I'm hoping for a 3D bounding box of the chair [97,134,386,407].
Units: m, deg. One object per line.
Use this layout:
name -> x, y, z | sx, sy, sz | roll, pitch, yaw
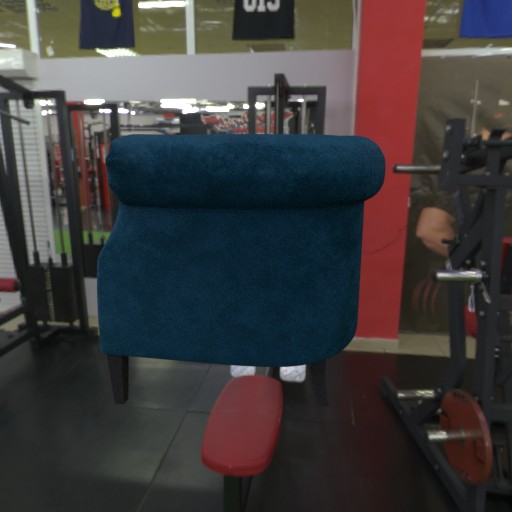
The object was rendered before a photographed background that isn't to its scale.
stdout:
chair -> 0.000, 0.000, 1.584 | 0.851, 0.826, 0.904 | 2, 13, 10
